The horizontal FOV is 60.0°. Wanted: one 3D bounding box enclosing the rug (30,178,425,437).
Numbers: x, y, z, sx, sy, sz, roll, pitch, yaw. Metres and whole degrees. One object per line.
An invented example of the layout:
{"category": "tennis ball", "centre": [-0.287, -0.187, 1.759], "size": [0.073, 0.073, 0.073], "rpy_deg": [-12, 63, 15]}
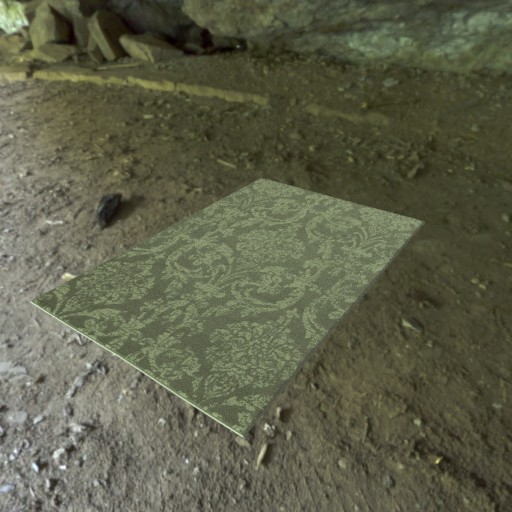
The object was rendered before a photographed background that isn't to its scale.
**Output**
{"category": "rug", "centre": [0.000, 0.000, 2.334], "size": [1.206, 0.012, 1.824], "rpy_deg": [21, 37, 30]}
